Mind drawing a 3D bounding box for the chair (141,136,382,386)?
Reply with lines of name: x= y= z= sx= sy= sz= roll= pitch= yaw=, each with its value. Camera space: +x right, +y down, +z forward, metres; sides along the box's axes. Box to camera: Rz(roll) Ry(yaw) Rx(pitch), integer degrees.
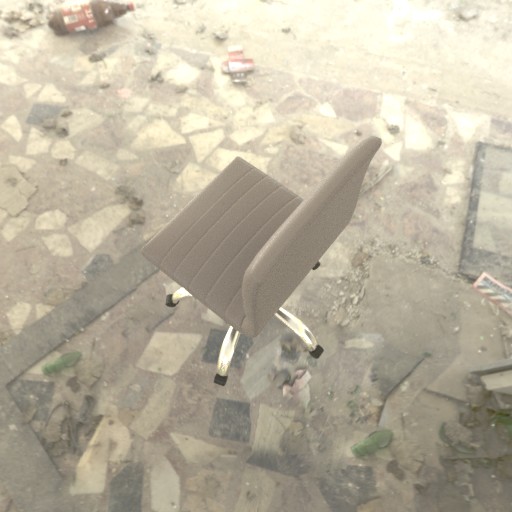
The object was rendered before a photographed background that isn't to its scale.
chair: x=0.000 y=0.000 z=1.165 sx=0.530 sy=0.780 sz=0.556 roll=35 pitch=68 yaw=17
